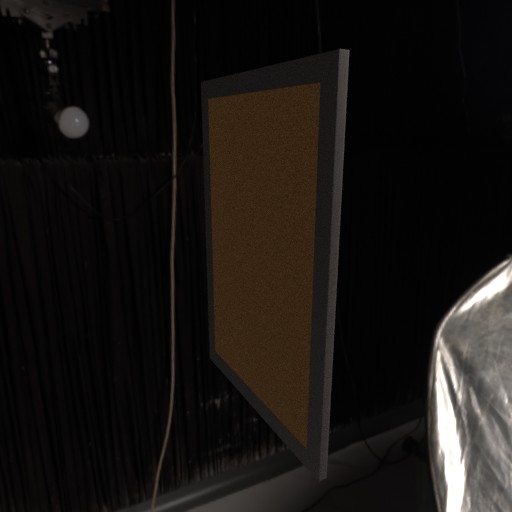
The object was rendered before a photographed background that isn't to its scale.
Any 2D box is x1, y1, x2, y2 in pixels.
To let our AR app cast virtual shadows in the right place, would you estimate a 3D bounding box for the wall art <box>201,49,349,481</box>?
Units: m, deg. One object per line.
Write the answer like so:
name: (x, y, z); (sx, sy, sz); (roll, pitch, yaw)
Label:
wall art: (0.000, 0.000, 0.685); (0.013, 0.534, 0.380); (-8, 18, -27)
